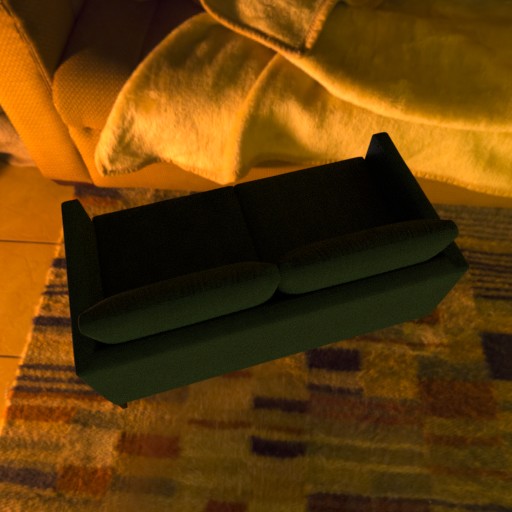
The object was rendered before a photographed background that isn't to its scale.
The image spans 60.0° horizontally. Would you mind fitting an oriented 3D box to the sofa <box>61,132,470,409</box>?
[{"bbox_3d":[0.000,0.000,2.148,1.676,0.817,0.875,-14,60,-8],"label":"sofa"}]
